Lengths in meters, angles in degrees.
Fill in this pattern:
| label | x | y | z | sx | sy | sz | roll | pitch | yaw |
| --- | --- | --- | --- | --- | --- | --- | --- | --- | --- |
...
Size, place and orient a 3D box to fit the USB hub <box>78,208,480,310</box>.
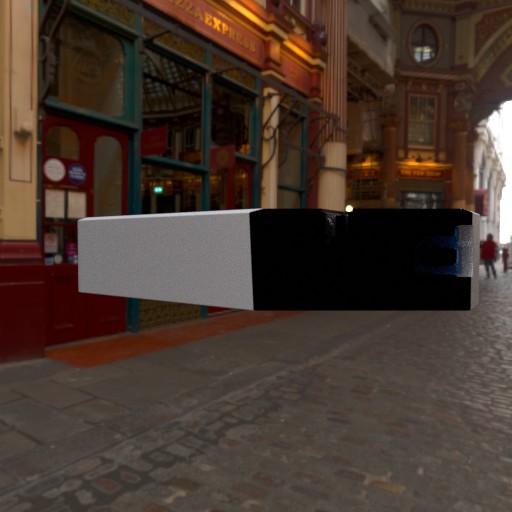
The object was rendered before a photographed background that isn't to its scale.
| label | x | y | z | sx | sy | sz | roll | pitch | yaw |
| --- | --- | --- | --- | --- | --- | --- | --- | --- | --- |
| USB hub | 0.000 | 0.000 | 0.126 | 0.110 | 0.023 | 0.044 | 1 | 2 | 34 |
